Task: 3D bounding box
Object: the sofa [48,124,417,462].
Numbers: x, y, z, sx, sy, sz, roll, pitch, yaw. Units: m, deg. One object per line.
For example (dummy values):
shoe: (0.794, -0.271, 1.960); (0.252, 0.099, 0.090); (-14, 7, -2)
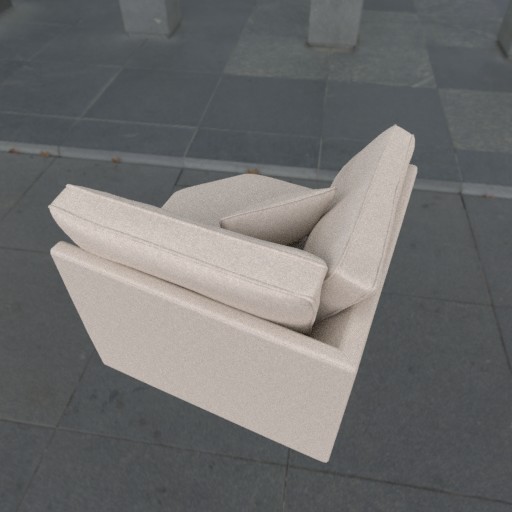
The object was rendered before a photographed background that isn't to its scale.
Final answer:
sofa: (0.000, 0.000, 1.835); (1.042, 0.937, 1.050); (18, 49, 16)
